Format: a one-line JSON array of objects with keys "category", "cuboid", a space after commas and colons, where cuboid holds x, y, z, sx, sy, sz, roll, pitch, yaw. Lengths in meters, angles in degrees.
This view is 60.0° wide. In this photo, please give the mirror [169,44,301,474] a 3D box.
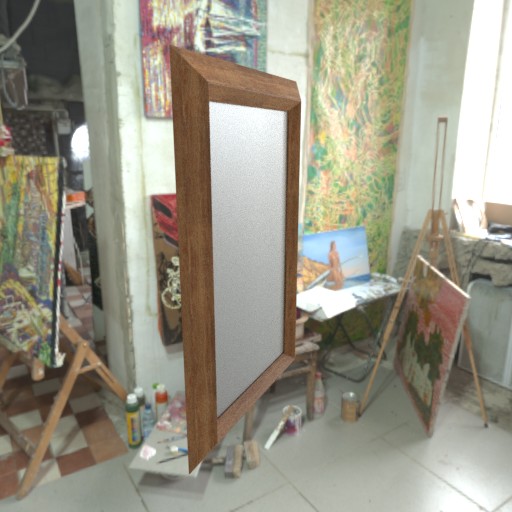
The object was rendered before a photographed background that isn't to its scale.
[{"category": "mirror", "cuboid": [0.000, 0.000, 1.272, 0.047, 1.010, 0.651, 8, 16, 27]}]
